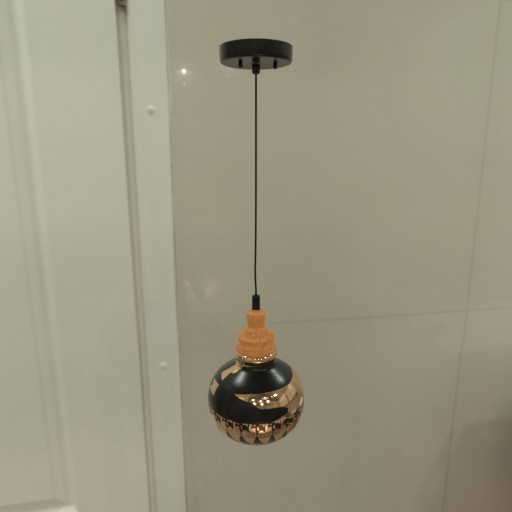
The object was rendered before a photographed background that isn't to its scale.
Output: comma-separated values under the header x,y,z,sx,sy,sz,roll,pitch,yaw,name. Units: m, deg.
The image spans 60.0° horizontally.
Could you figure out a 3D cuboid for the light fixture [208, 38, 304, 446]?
x,y,z,sx,sy,sz,roll,pitch,yaw,name
0.000,0.000,1.846,0.430,1.606,0.430,-2,13,-10,light fixture
